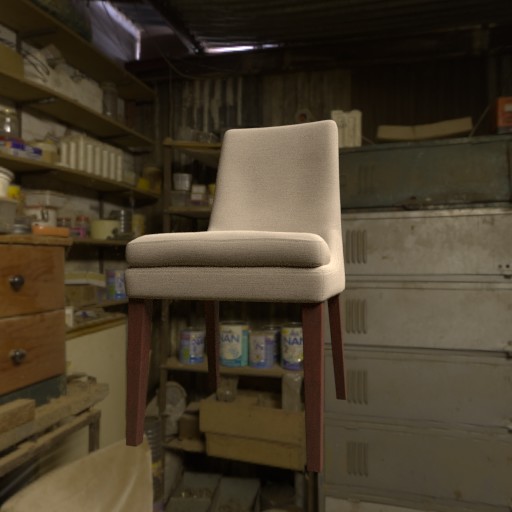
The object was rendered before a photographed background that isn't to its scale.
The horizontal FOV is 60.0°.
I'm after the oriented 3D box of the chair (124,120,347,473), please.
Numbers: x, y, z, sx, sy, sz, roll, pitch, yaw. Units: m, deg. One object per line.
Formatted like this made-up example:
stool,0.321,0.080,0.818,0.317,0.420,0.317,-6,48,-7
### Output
chair,0.000,0.000,1.316,0.515,0.940,0.638,0,-1,17
